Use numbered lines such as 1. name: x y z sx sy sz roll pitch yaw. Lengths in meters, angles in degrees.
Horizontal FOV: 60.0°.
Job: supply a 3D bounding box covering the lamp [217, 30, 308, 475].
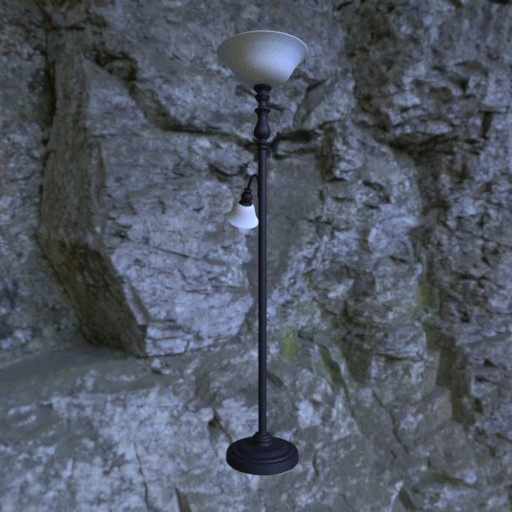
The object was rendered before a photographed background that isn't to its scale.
1. lamp: 0.000 0.000 2.046 0.405 1.793 0.588 0 -1 -18
